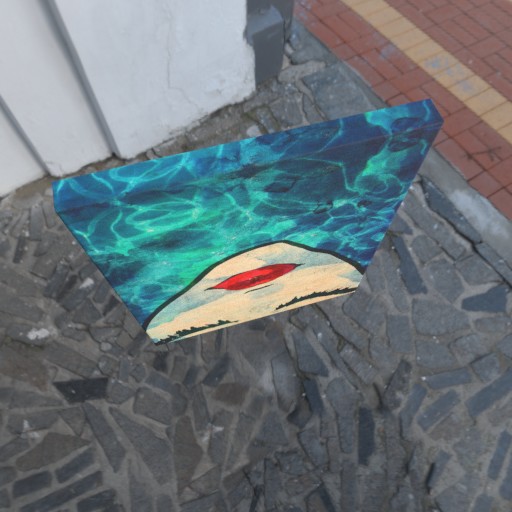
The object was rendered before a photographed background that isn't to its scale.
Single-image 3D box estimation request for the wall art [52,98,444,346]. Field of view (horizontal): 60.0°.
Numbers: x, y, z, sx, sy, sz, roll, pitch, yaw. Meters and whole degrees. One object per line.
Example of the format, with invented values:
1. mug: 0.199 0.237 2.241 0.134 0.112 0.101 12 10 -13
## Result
1. wall art: 0.000 0.000 0.707 0.432 0.508 0.038 -14 64 -7
